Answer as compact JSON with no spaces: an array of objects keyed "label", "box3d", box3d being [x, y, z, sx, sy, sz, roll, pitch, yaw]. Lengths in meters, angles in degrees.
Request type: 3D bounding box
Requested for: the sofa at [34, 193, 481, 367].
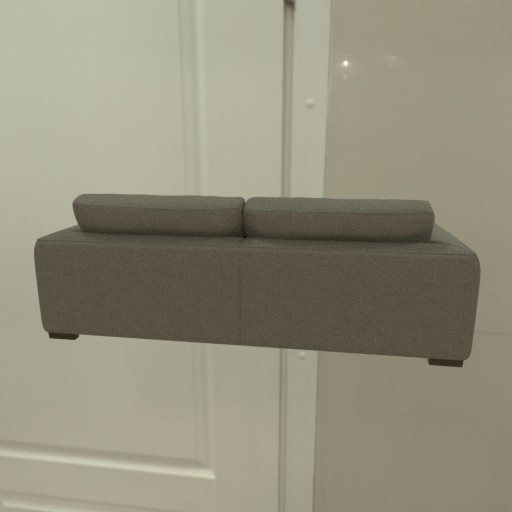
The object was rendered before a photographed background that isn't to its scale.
[{"label":"sofa","box3d":[0.000,0.000,2.712,2.262,0.801,1.070,2,14,9]}]
